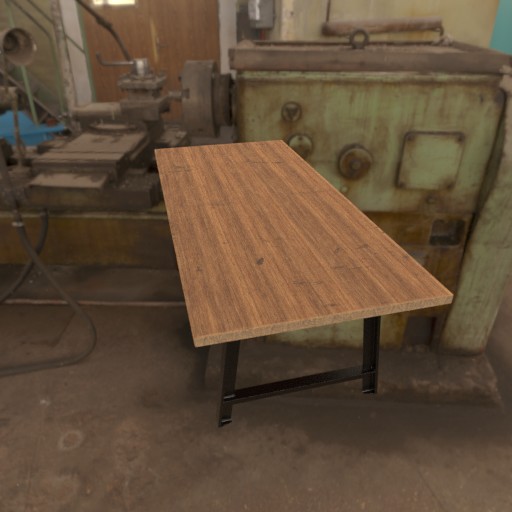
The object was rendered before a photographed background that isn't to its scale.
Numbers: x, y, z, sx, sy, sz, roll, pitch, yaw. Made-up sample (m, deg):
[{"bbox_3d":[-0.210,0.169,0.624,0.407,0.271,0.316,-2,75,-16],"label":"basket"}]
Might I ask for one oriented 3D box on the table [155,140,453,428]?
[{"bbox_3d":[0.000,0.000,2.702,1.000,0.757,2.200,-7,31,-13],"label":"table"}]
